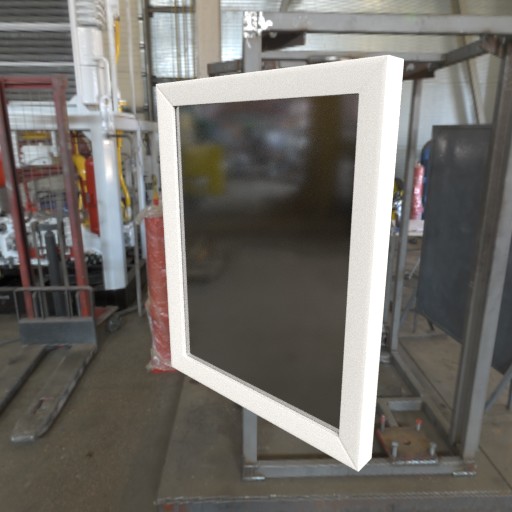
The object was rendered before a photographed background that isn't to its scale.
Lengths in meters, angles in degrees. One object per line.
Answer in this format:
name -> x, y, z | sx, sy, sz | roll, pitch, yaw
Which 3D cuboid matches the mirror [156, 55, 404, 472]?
mirror -> 0.000, 0.000, 0.665 | 0.405, 0.508, 0.041 | 14, 20, 41
